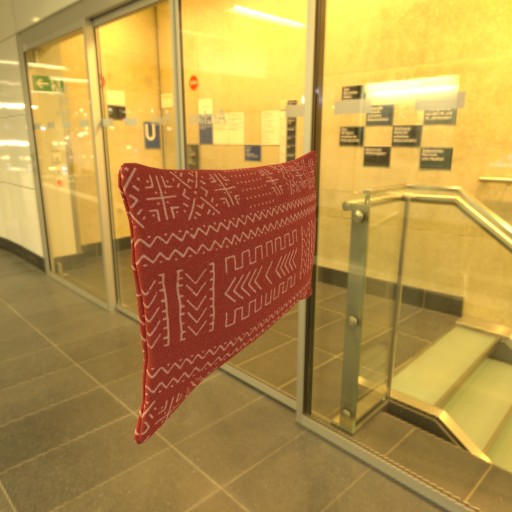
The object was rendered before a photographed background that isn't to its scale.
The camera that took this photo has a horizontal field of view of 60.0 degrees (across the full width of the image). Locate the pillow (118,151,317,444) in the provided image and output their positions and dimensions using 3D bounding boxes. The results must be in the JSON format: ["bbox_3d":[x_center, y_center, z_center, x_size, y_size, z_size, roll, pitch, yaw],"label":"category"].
[{"bbox_3d":[0.000,0.000,0.789,0.130,0.352,0.640,7,16,26],"label":"pillow"}]
